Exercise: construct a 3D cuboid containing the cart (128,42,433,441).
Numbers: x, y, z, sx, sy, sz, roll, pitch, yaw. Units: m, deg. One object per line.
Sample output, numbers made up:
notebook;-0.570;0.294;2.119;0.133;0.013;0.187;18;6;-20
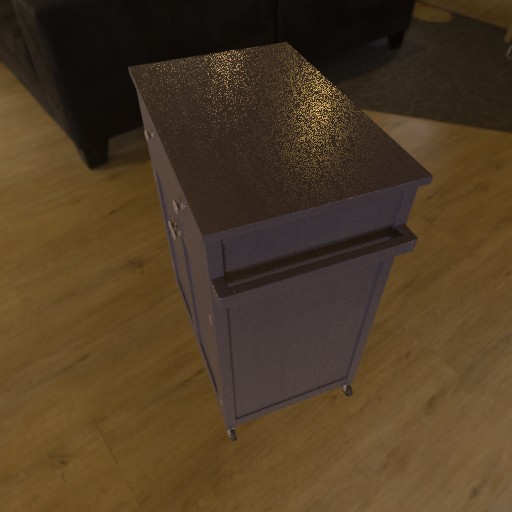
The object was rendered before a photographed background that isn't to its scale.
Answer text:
cart;0.000;0.000;1.272;0.449;0.878;0.690;-16;49;-14
